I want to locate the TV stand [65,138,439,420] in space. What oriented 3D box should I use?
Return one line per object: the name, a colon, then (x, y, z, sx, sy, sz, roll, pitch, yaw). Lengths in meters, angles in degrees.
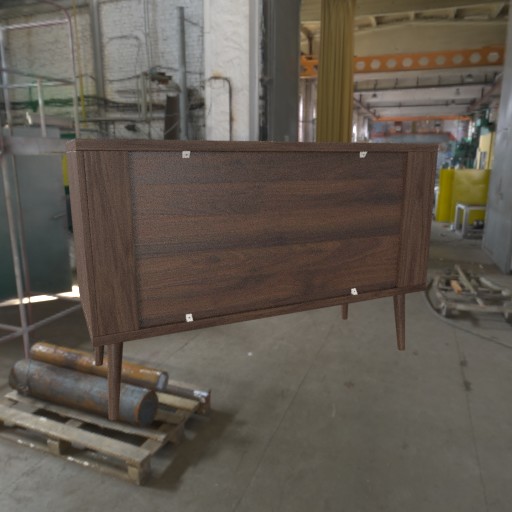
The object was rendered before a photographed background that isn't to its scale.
TV stand: (0.000, 0.000, 1.341, 0.990, 0.660, 0.405, -6, 14, -25)
